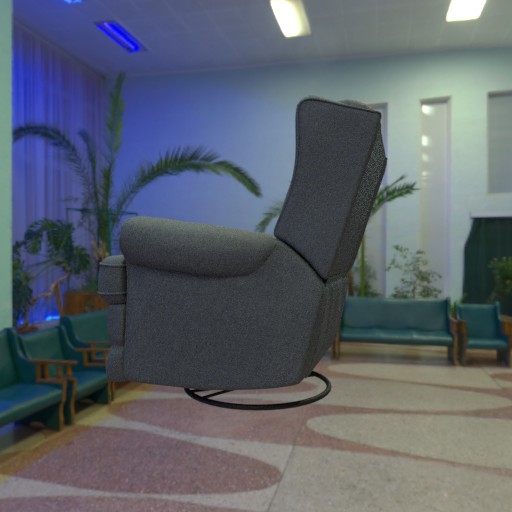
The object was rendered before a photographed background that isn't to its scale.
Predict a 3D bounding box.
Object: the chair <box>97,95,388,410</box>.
[{"bbox_3d":[0.000,0.000,1.732,0.969,1.011,0.847,0,0,18],"label":"chair"}]
